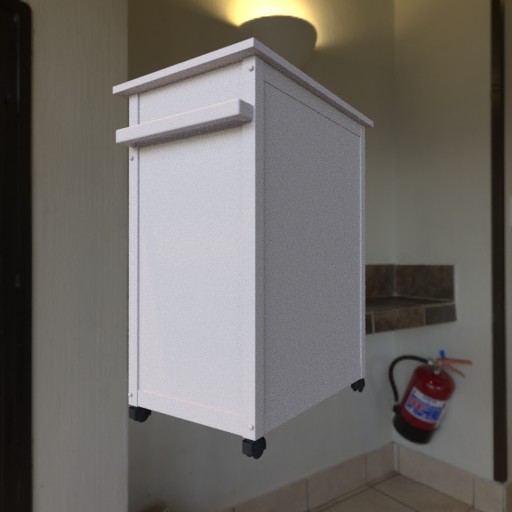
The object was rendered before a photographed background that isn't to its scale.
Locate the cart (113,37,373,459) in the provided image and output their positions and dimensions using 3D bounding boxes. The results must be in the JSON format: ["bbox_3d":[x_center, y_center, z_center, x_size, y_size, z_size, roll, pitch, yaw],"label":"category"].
[{"bbox_3d":[0.000,0.000,1.269,0.442,0.864,0.683,0,0,35],"label":"cart"}]
